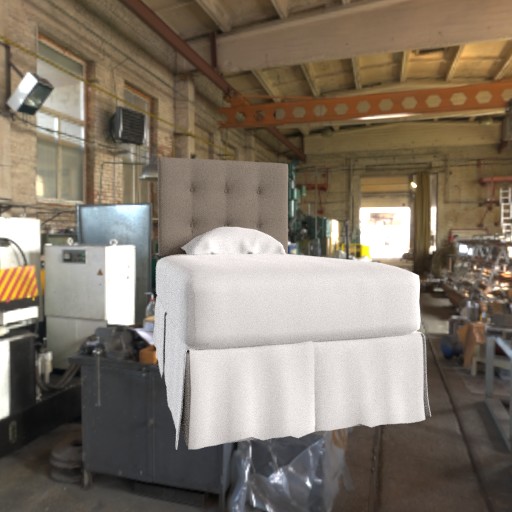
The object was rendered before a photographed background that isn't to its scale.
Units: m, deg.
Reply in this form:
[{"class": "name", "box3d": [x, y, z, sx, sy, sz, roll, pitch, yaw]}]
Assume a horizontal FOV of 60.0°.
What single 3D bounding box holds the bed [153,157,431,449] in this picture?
[{"class": "bed", "box3d": [0.000, 0.000, 2.924, 1.261, 1.571, 1.997, -1, 2, -16]}]
